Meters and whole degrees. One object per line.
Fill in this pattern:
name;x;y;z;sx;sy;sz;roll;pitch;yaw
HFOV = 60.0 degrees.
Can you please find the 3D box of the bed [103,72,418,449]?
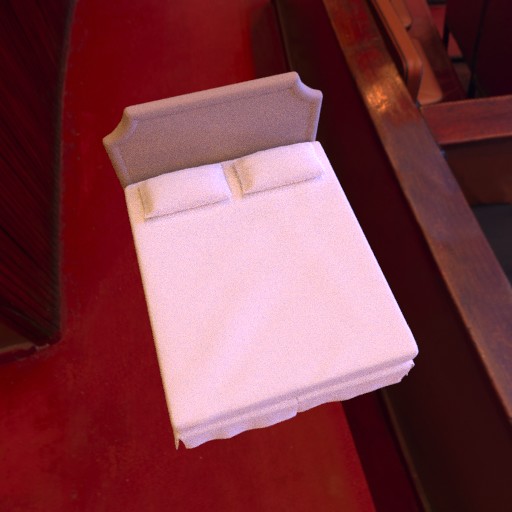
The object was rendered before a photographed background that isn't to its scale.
bed;0.000;0.000;4.155;2.350;1.590;2.773;-15;64;-8
